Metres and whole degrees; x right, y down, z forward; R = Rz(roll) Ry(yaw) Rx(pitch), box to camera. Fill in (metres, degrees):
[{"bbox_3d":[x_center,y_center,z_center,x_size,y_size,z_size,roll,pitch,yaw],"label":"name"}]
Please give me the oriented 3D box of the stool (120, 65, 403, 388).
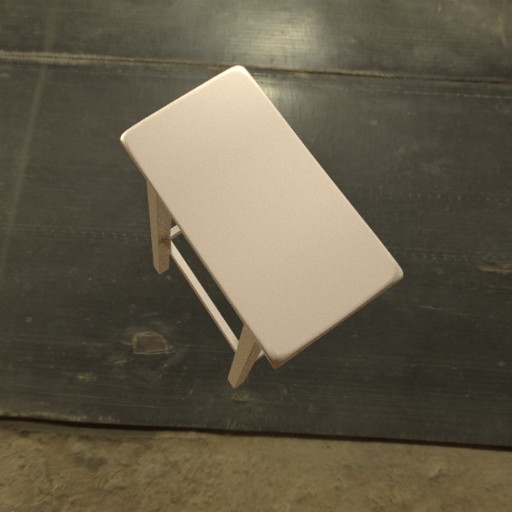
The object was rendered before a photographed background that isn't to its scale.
[{"bbox_3d":[0.000,0.000,1.045,0.476,0.737,0.457,-34,79,-7],"label":"stool"}]
